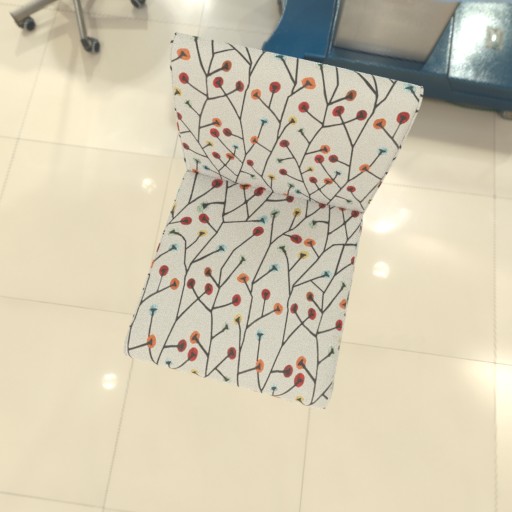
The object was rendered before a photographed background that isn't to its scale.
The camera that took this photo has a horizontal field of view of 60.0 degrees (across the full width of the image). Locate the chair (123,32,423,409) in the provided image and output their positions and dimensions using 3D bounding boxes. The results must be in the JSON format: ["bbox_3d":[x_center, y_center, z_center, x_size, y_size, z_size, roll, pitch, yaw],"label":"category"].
[{"bbox_3d":[0.000,0.000,1.275,0.597,0.813,0.732,14,76,4],"label":"chair"}]
